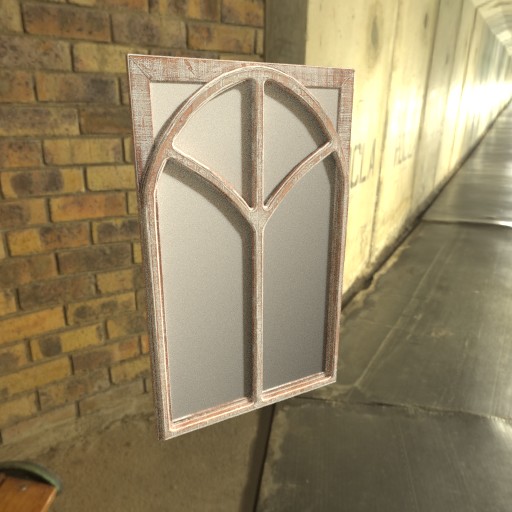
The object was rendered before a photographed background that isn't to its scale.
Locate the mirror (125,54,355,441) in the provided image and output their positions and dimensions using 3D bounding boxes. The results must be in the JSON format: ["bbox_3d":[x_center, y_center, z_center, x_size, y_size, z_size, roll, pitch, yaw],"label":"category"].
[{"bbox_3d":[0.000,0.000,0.976,0.495,0.787,0.058,-9,20,-27],"label":"mirror"}]
